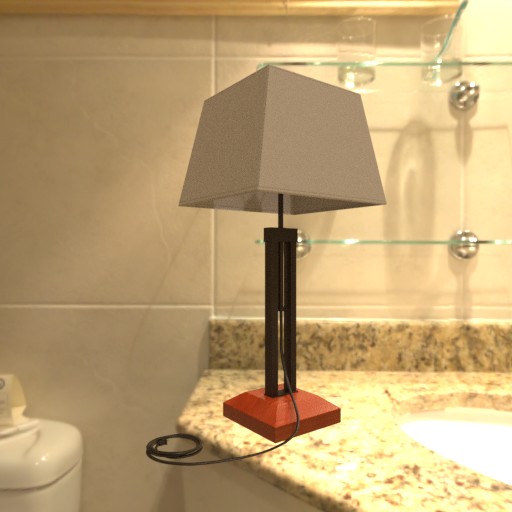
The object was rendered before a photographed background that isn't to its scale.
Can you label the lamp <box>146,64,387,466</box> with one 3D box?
[{"bbox_3d":[0.000,0.000,0.961,0.498,0.737,0.310,0,0,-36],"label":"lamp"}]
